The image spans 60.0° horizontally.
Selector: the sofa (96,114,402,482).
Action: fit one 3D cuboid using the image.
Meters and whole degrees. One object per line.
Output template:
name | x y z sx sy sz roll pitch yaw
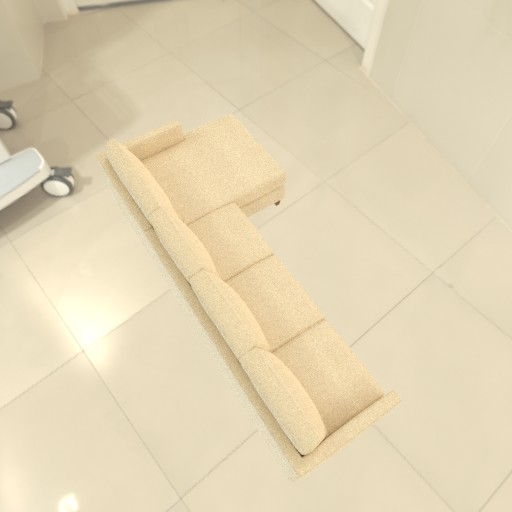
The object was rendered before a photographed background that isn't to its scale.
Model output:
sofa | 0.000 0.000 4.117 1.603 0.954 3.471 -29 64 -16
